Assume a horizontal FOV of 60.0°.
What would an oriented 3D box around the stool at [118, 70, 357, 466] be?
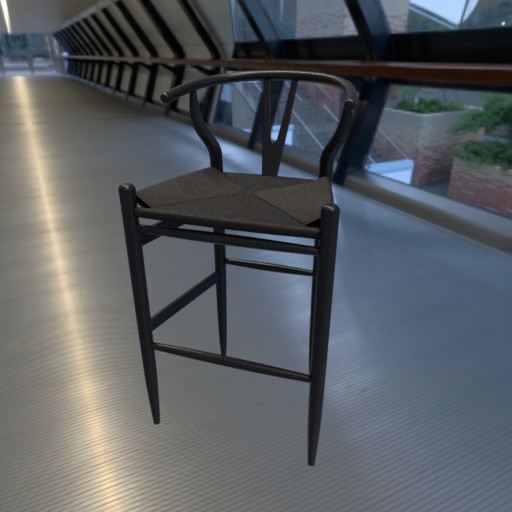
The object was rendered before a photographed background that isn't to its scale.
[{"bbox_3d":[0.000,0.000,1.417,0.569,1.072,0.579,8,27,16],"label":"stool"}]
